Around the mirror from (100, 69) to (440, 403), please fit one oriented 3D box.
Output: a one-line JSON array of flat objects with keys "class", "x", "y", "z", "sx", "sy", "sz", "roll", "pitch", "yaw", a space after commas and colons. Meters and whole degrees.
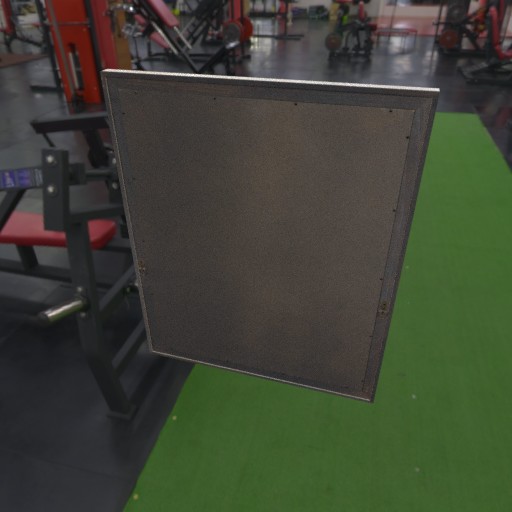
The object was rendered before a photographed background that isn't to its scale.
[{"class": "mirror", "x": 0.000, "y": 0.000, "z": 1.170, "sx": 0.730, "sy": 0.882, "sz": 0.032, "roll": 9, "pitch": 34, "yaw": 14}]
